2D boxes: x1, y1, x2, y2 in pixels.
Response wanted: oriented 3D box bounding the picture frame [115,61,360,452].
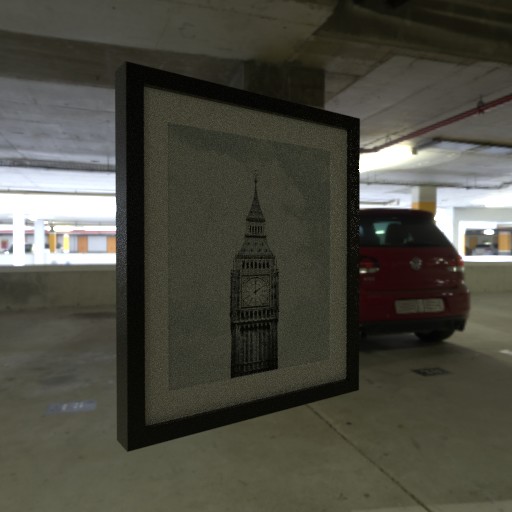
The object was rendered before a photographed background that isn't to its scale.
[{"bbox_3d":[0.000,0.000,0.536,0.328,0.378,0.034,-1,1,-35],"label":"picture frame"}]
